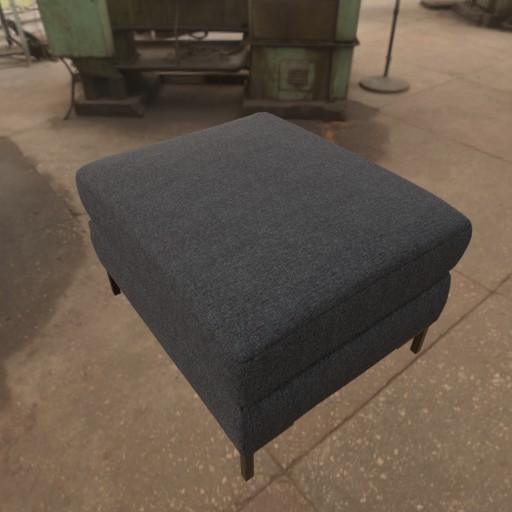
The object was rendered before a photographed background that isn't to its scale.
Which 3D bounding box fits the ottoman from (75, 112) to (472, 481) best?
[{"bbox_3d":[0.000,0.000,1.265,0.695,0.533,0.831,-25,46,-27],"label":"ottoman"}]
